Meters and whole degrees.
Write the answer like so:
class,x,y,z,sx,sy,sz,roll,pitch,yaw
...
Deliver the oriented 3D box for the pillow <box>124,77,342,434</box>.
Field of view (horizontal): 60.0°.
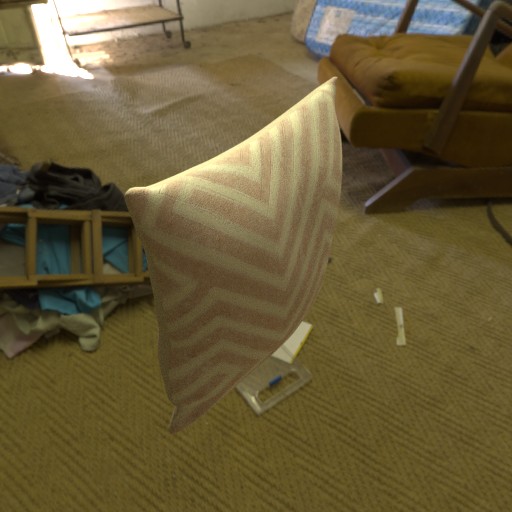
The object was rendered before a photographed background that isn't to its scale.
class,x,y,z,sx,sy,sz,roll,pitch,yaw
pillow,0.000,0.000,0.686,0.182,0.441,0.440,24,46,26
